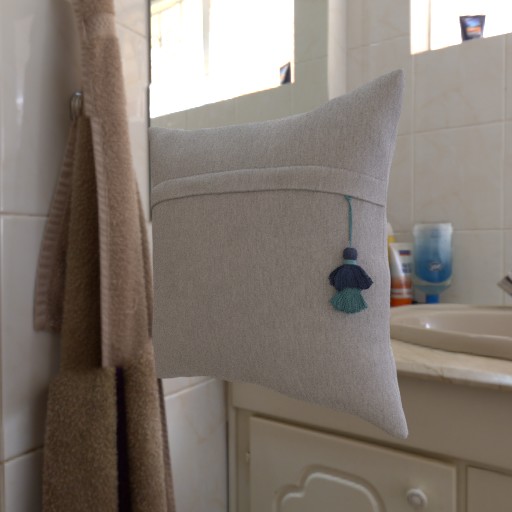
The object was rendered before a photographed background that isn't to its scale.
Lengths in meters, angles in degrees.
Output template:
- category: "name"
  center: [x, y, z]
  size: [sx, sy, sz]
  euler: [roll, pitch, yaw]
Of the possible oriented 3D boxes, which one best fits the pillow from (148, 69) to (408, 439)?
- category: "pillow"
  center: [0.000, 0.000, 0.646]
  size: [0.433, 0.436, 0.173]
  euler: [1, 1, 35]
